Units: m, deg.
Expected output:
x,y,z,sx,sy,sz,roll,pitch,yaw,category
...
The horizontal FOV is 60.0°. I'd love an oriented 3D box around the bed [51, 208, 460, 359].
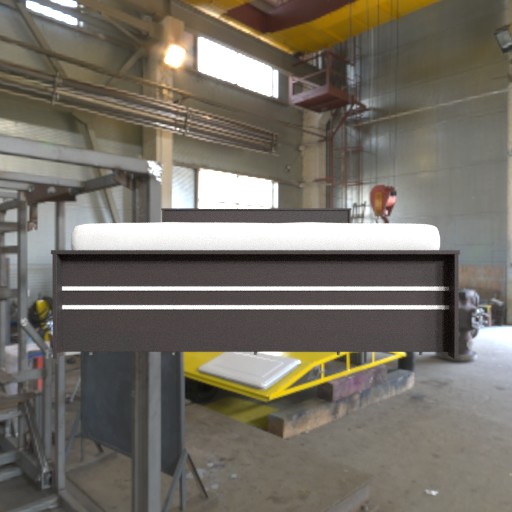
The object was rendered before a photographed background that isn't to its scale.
x,y,z,sx,sy,sz,roll,pitch,yaw,category
0.000,0.000,2.821,1.634,0.808,2.103,0,0,0,bed
